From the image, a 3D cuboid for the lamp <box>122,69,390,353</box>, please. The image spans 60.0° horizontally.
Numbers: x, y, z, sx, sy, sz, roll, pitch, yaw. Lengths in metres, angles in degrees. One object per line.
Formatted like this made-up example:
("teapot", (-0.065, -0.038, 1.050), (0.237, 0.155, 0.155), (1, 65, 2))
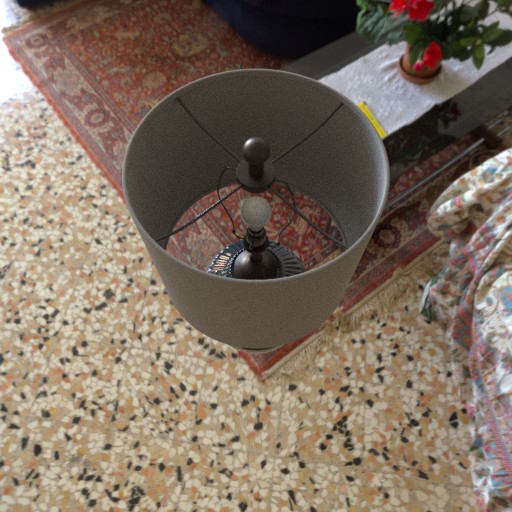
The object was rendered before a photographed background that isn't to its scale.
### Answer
("lamp", (0.000, 0.000, 0.751), (0.318, 0.567, 0.318), (0, 63, 0))
